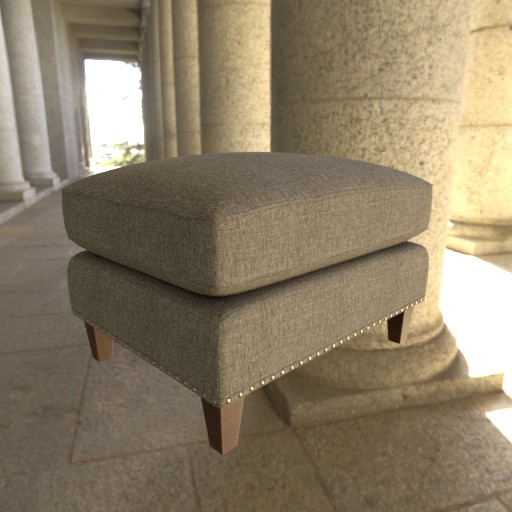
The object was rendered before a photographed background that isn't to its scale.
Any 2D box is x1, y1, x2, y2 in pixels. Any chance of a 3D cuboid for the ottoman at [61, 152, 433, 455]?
[{"bbox_3d":[0.000,0.000,1.123,0.741,0.513,0.584,-14,20,-43],"label":"ottoman"}]
